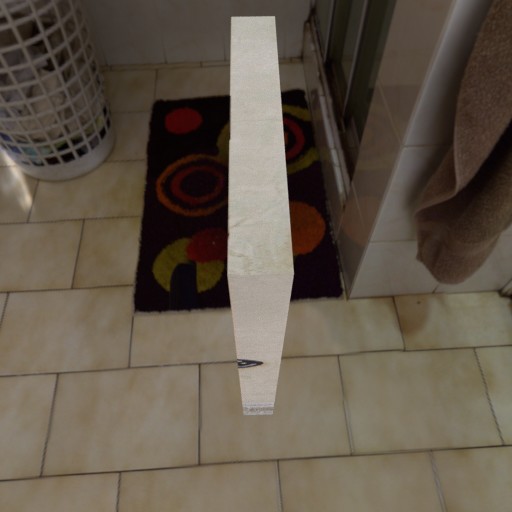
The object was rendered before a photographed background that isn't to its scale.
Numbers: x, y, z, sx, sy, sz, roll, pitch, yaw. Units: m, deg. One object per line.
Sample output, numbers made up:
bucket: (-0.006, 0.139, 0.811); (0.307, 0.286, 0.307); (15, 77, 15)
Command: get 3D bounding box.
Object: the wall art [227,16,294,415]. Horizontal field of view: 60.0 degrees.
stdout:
wall art: (0.000, 0.000, 0.481); (0.038, 0.381, 0.254); (-1, 59, -1)
